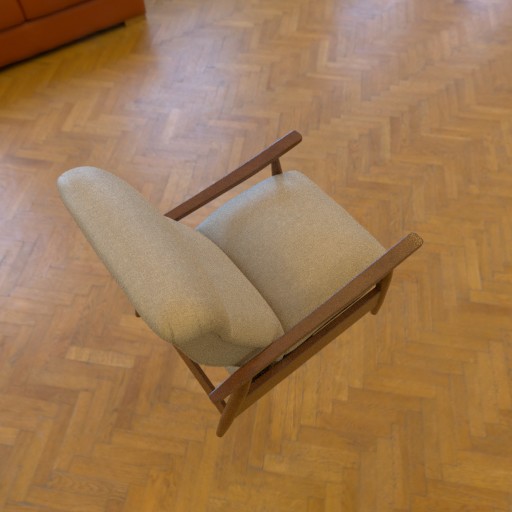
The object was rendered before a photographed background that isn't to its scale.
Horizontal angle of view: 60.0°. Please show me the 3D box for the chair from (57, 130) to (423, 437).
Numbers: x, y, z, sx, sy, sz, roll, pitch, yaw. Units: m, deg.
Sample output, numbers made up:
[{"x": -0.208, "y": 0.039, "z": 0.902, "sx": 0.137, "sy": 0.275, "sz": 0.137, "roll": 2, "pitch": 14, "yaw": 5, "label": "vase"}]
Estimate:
[{"x": 0.000, "y": 0.000, "z": 1.740, "sx": 1.030, "sy": 1.082, "sz": 0.762, "roll": -33, "pitch": 64, "yaw": -19, "label": "chair"}]
